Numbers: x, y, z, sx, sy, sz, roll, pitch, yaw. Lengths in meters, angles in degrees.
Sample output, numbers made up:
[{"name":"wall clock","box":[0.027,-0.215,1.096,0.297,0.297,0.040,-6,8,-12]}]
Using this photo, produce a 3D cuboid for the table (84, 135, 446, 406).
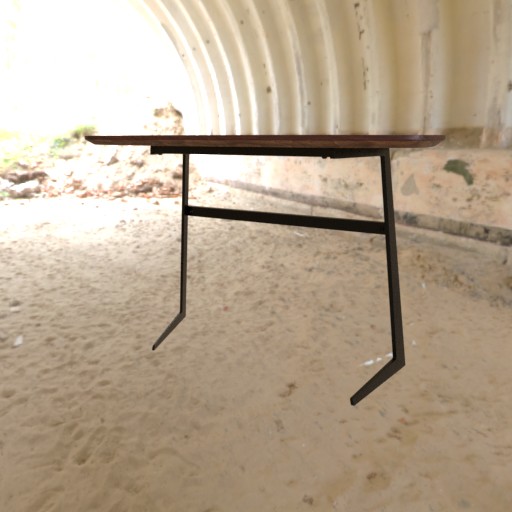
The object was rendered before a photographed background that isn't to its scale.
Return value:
[{"name":"table","box":[0.000,0.000,1.097,0.804,0.576,0.361,8,17,27]}]
